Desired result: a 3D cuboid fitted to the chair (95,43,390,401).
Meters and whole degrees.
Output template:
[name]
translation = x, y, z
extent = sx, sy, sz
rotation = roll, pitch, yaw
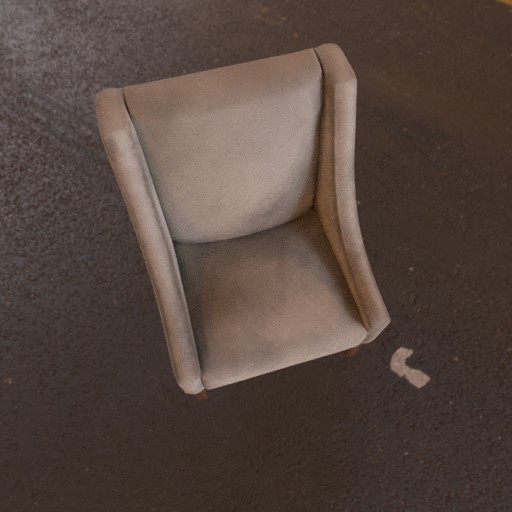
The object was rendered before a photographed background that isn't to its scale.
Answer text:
[chair]
translation = 0.000, 0.000, 1.332
extent = 0.629, 0.895, 0.629
rotation = -15, 65, -7
